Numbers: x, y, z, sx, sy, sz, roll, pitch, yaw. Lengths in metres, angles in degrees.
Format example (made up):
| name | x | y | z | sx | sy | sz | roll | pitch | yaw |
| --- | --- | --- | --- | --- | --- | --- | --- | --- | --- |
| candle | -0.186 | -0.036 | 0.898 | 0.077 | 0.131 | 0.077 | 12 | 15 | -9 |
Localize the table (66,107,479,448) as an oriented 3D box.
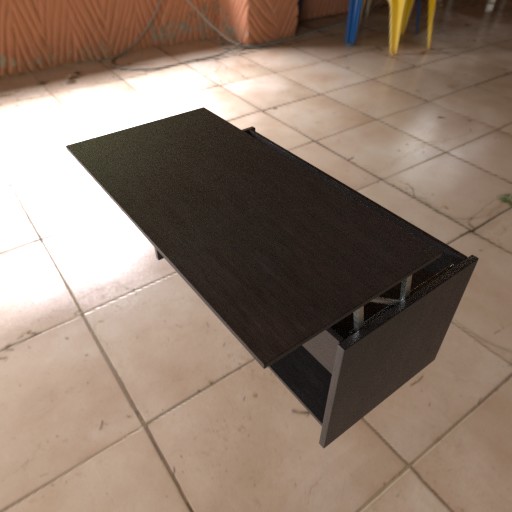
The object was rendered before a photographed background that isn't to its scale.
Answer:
| name | x | y | z | sx | sy | sz | roll | pitch | yaw |
| --- | --- | --- | --- | --- | --- | --- | --- | --- | --- |
| table | 0.000 | 0.000 | 1.402 | 0.712 | 0.570 | 1.000 | -26 | 47 | -27 |
